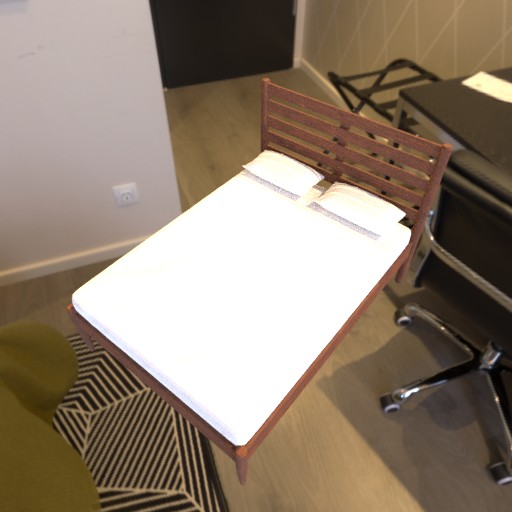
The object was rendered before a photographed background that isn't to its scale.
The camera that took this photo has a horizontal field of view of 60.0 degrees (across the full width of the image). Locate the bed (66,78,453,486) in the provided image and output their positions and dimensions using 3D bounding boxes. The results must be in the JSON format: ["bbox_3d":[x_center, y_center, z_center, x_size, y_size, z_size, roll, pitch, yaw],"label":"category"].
[{"bbox_3d":[0.000,0.000,3.010,1.509,1.304,2.093,30,54,26],"label":"bed"}]
